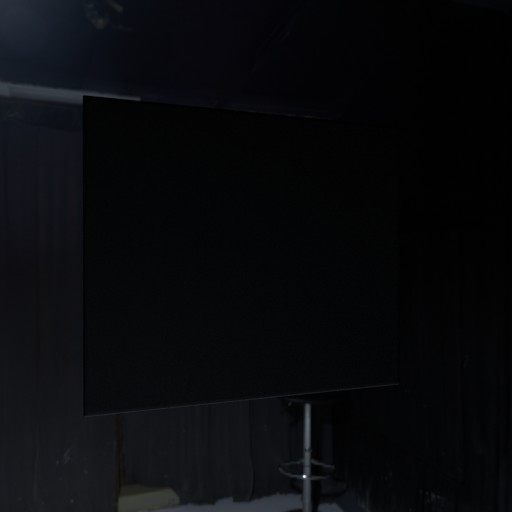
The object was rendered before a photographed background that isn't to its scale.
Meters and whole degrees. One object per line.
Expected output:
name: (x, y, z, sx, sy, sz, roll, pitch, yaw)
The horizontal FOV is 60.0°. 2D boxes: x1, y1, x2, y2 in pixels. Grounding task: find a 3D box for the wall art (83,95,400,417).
wall art: (0.000, 0.000, 0.525, 0.380, 0.330, 0.028, 0, 0, -18)
